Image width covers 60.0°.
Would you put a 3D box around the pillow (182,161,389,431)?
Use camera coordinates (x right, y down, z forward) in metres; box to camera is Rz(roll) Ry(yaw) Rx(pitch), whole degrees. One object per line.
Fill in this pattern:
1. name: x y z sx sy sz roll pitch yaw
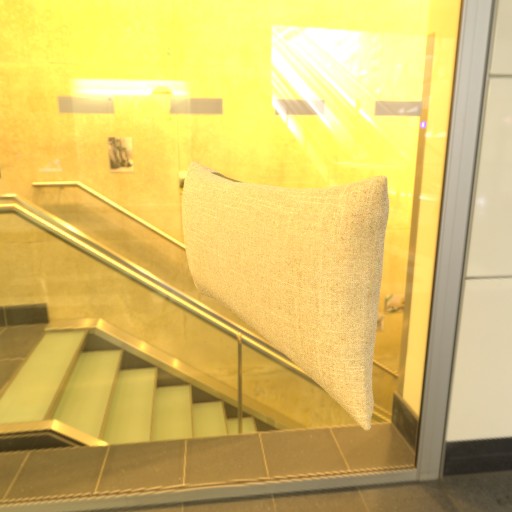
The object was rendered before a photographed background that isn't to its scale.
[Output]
1. pillow: 0.000 0.000 1.062 0.197 0.429 0.859 -7 15 -26
